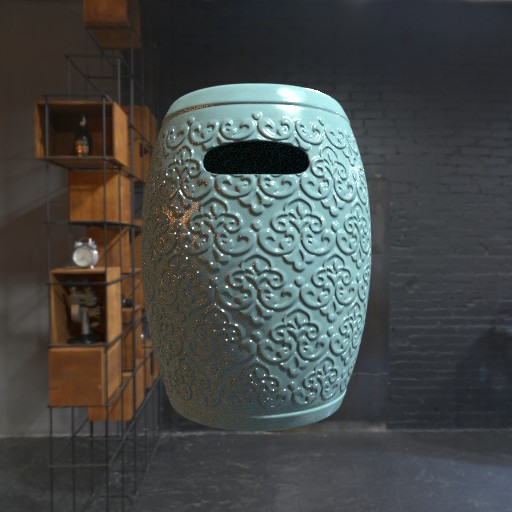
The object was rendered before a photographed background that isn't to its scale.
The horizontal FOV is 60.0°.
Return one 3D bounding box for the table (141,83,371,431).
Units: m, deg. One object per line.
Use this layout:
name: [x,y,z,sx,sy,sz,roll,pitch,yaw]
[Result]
table: [0.000,0.000,0.615,0.309,0.397,0.309,0,2,0]
